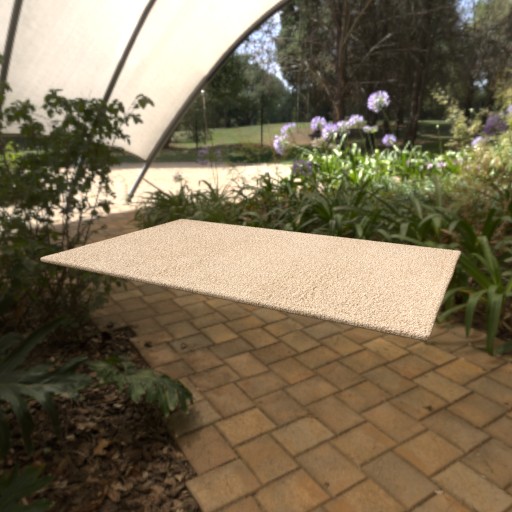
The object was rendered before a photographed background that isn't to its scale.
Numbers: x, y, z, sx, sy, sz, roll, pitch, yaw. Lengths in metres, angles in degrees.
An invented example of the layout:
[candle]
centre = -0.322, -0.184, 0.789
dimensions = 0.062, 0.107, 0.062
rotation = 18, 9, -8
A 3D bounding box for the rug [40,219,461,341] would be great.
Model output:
[rug]
centre = 0.000, 0.000, 3.014
dimensions = 2.438, 0.030, 1.524
rotation = 8, 18, 27
